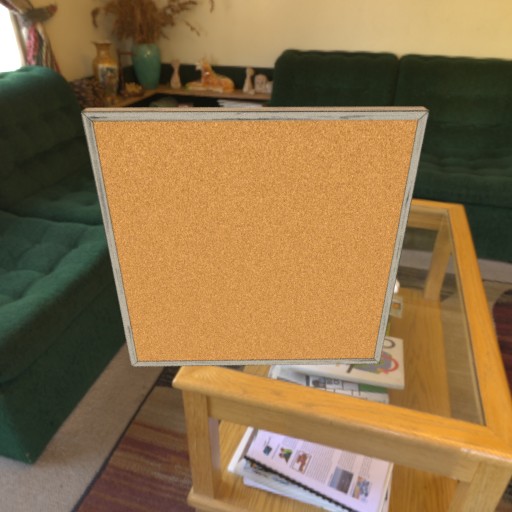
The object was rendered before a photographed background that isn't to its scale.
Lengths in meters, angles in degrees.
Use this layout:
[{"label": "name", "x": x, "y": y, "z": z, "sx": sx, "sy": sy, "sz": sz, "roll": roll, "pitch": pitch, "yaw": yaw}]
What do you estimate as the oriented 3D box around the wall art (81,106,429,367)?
[{"label": "wall art", "x": 0.000, "y": 0.000, "z": 1.179, "sx": 0.761, "sy": 0.761, "sz": 0.037, "roll": 0, "pitch": 31, "yaw": -1}]
